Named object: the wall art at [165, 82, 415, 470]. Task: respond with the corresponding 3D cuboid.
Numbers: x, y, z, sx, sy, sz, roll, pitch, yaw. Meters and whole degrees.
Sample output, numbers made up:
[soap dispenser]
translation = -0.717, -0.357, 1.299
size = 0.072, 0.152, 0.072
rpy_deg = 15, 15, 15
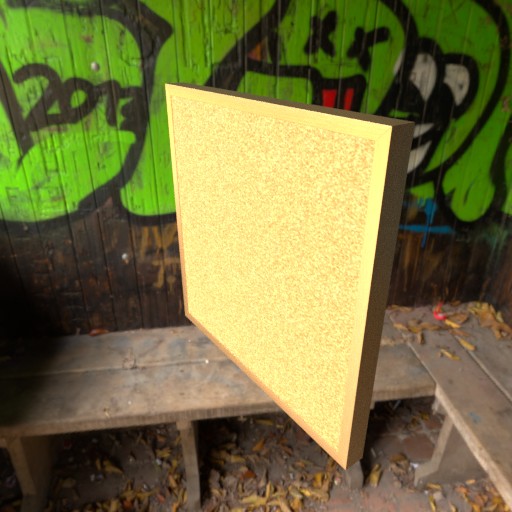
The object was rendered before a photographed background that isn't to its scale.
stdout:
[wall art]
translation = 0.000, 0.000, 0.750
size = 0.037, 0.509, 0.510
rpy_deg = -18, 32, -32
